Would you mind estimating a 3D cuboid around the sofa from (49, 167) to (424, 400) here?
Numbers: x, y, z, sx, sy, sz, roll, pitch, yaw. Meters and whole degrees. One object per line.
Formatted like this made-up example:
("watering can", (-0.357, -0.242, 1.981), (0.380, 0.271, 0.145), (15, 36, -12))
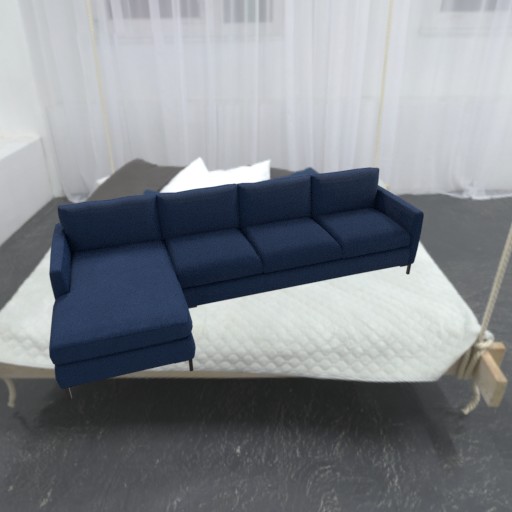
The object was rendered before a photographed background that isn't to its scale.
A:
("sofa", (0.000, 0.000, 2.862), (2.450, 0.679, 1.128), (-10, 31, -17))
